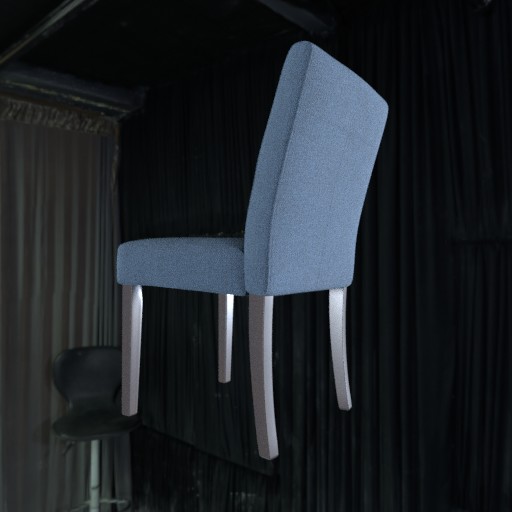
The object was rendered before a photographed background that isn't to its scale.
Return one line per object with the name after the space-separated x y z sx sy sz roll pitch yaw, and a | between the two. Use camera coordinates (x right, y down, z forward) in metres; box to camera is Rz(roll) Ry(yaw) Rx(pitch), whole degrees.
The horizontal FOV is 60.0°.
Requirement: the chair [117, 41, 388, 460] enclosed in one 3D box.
0.000 0.000 1.231 0.629 0.882 0.487 0 -1 36 | chair
